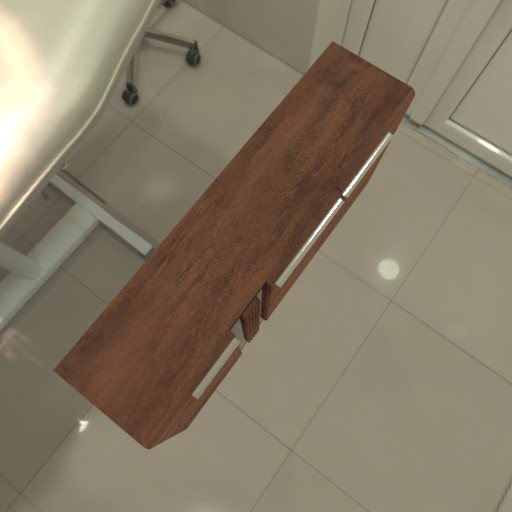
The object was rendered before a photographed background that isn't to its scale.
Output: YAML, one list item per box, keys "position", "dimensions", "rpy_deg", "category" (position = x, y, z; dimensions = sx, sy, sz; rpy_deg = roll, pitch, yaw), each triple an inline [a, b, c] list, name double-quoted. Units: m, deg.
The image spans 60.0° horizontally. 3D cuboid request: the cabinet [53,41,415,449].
- position: [0.000, 0.000, 1.990]
  dimensions: [0.420, 0.900, 1.600]
  rpy_deg: [35, 76, 10]
  category: "cabinet"
